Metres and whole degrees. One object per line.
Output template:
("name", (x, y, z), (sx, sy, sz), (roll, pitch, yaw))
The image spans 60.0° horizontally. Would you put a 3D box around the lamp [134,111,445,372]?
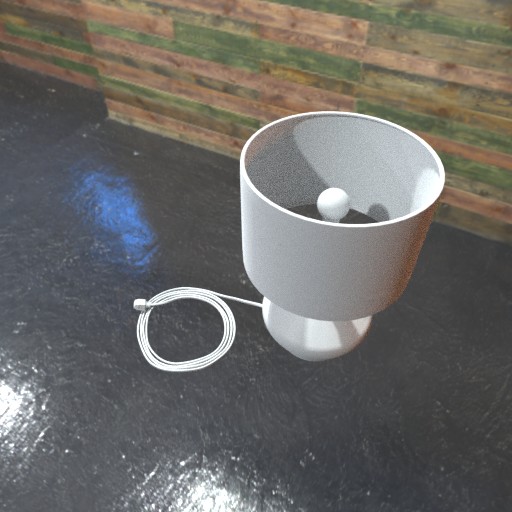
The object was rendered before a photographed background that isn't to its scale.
("lamp", (0.000, 0.000, 0.849), (0.546, 0.457, 0.401), (23, 50, 21))
